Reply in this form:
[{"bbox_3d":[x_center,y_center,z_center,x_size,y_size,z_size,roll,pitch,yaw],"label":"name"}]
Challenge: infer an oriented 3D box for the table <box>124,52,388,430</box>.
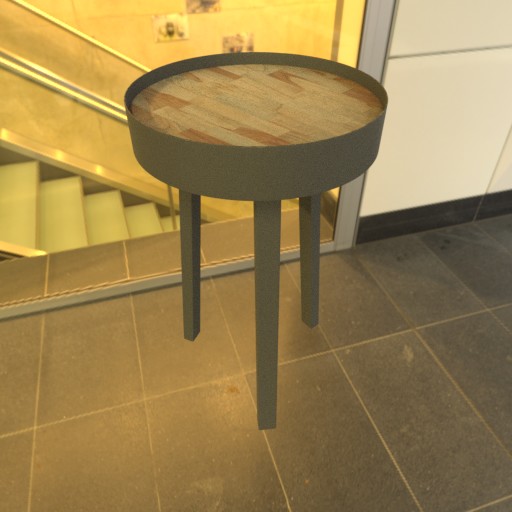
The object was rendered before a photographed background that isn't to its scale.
[{"bbox_3d":[0.000,0.000,0.918,0.406,0.686,0.406,-26,46,-27],"label":"table"}]
